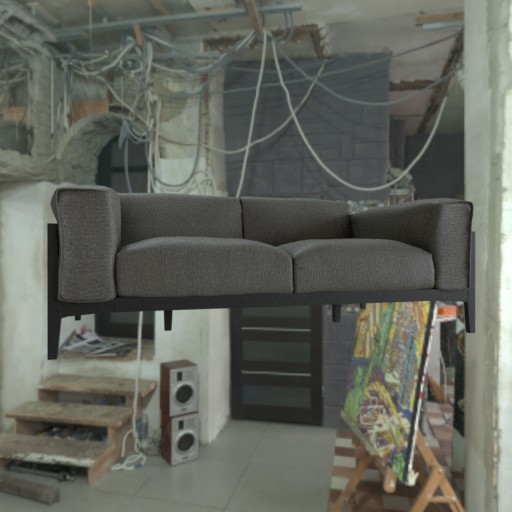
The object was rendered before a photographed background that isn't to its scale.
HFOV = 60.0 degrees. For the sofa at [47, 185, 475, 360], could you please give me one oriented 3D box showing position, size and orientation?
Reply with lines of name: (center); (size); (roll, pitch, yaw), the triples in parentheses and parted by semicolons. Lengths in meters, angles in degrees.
sofa: (0.000, 0.000, 2.088); (1.690, 0.656, 0.960); (0, 0, -17)
